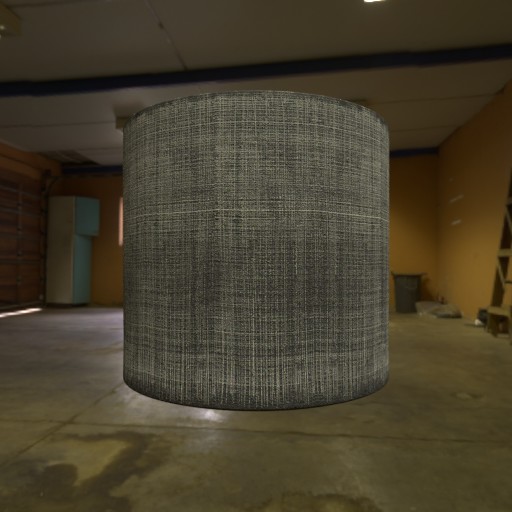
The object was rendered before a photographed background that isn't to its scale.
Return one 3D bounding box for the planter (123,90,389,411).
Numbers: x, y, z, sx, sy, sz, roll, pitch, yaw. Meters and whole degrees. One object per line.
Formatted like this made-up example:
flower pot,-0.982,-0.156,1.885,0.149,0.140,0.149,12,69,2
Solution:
planter,0.000,0.000,0.382,0.221,0.201,0.221,0,-1,0
